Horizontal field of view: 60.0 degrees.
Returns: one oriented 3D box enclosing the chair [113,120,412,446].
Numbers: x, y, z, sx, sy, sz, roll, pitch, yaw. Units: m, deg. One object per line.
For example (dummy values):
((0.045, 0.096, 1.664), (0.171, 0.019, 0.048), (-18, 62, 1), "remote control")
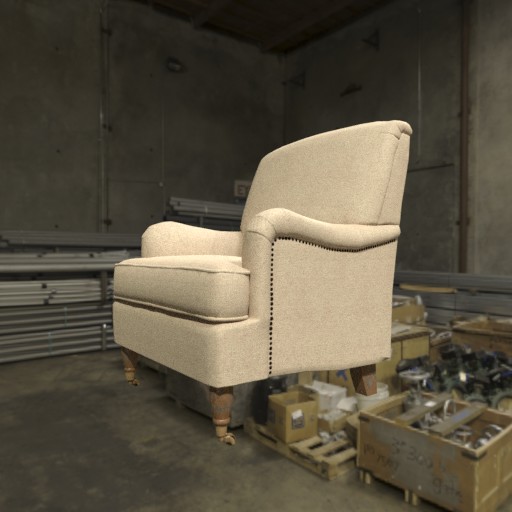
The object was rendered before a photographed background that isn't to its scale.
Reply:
((0.000, 0.000, 1.836), (0.953, 1.119, 0.879), (0, 1, -37), "chair")
